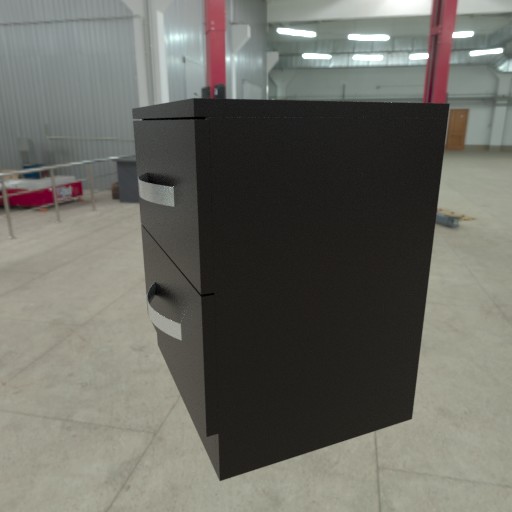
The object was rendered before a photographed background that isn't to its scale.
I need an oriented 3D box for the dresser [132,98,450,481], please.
[{"bbox_3d":[0.000,0.000,0.735,0.360,0.470,0.400,-7,18,-22],"label":"dresser"}]
